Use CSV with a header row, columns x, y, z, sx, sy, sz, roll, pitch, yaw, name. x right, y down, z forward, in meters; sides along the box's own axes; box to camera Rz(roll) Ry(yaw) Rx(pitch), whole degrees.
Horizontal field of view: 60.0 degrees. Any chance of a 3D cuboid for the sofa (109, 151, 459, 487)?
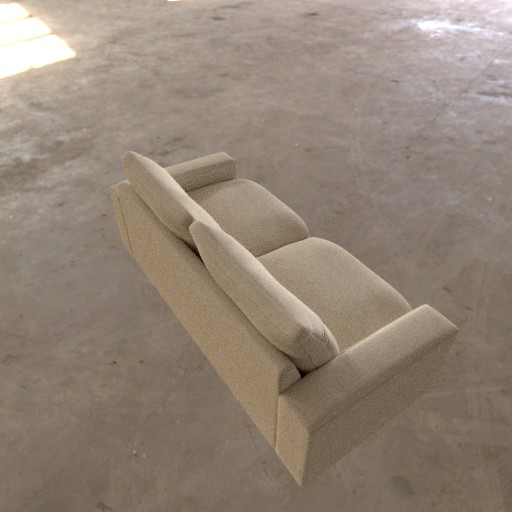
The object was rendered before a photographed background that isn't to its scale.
x,y,z,sx,sy,sz,roll,pitch,yaw,name
0.000,0.000,2.809,1.040,0.922,2.299,-24,46,-25,sofa
